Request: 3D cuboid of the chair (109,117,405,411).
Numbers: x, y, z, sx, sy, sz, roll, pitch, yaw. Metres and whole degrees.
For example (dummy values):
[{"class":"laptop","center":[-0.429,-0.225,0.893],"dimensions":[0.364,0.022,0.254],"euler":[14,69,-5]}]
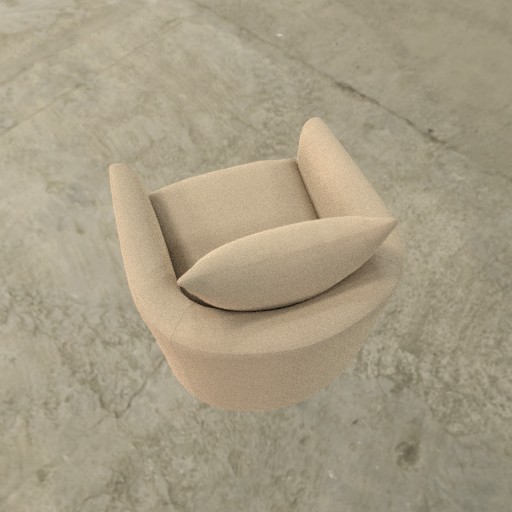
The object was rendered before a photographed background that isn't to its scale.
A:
[{"class":"chair","center":[0.000,0.000,1.562],"dimensions":[0.845,0.848,0.910],"euler":[-16,59,-10]}]
